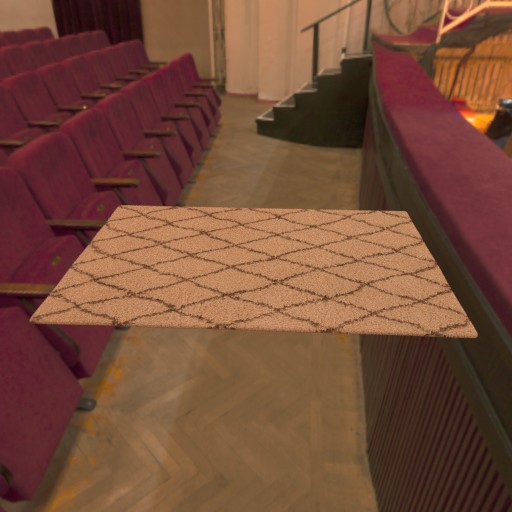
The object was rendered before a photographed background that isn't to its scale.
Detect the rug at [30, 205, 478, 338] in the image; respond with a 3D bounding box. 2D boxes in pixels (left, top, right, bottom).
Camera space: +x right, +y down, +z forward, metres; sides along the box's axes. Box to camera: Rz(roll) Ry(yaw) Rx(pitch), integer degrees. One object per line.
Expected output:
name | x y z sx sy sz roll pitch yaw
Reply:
rug | 0.000 0.000 3.461 2.743 0.030 1.778 1 30 3
